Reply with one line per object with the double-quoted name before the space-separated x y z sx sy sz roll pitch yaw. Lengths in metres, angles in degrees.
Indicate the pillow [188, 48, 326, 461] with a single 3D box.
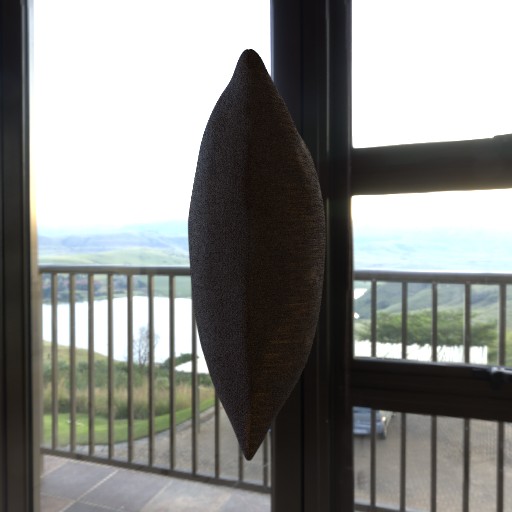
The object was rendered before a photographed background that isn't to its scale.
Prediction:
"pillow" 0.000 0.000 0.686 0.204 0.439 0.452 0 1 1
